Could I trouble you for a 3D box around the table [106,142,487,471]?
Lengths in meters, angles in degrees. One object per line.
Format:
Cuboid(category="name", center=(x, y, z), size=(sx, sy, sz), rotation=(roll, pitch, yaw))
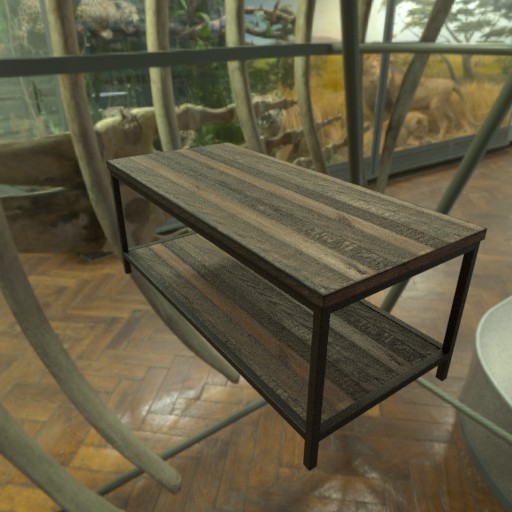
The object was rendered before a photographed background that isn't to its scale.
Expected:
Cuboid(category="table", center=(0.000, 0.000, 1.234), size=(0.452, 0.399, 0.990), rotation=(-18, 31, -31))
